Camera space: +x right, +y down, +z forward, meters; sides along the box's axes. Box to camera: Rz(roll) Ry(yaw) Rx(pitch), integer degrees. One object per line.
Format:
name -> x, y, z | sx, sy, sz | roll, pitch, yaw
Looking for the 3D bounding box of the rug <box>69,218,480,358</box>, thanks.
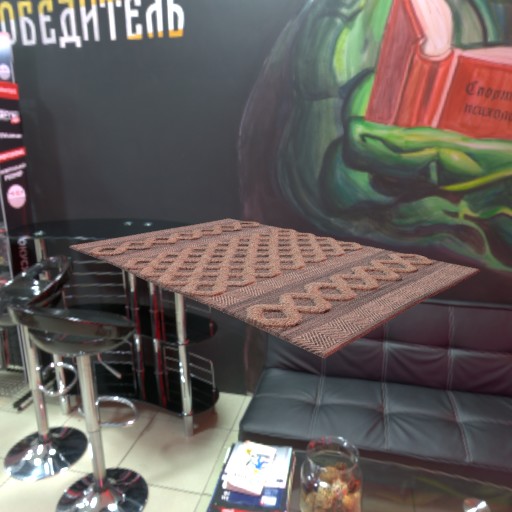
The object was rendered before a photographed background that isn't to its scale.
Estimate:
rug -> 0.000, 0.000, 2.330 | 1.222, 0.030, 1.823 | -15, 21, -42
